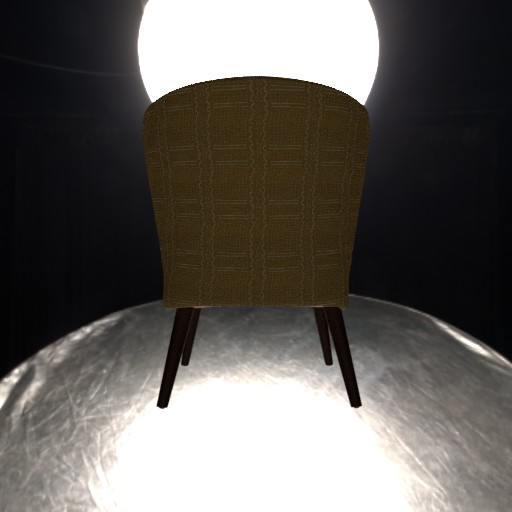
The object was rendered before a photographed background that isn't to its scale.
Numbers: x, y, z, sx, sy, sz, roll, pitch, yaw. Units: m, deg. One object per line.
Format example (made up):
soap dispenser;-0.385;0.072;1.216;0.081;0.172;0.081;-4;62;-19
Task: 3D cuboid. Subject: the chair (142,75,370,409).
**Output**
chair;0.000;0.000;1.423;0.706;0.866;0.758;0;-1;-1
